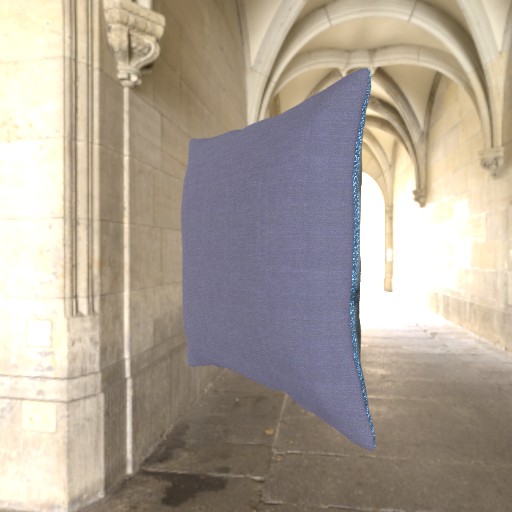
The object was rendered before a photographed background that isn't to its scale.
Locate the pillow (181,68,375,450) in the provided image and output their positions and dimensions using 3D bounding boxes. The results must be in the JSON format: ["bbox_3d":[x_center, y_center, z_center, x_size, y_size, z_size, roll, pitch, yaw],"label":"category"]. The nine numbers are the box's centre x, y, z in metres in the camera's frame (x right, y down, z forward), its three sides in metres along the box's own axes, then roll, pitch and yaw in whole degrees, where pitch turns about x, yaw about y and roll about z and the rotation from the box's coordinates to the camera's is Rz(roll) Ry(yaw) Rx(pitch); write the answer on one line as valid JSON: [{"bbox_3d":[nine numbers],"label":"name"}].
[{"bbox_3d":[0.000,0.000,0.663,0.138,0.430,0.436,0,0,-36],"label":"pillow"}]
